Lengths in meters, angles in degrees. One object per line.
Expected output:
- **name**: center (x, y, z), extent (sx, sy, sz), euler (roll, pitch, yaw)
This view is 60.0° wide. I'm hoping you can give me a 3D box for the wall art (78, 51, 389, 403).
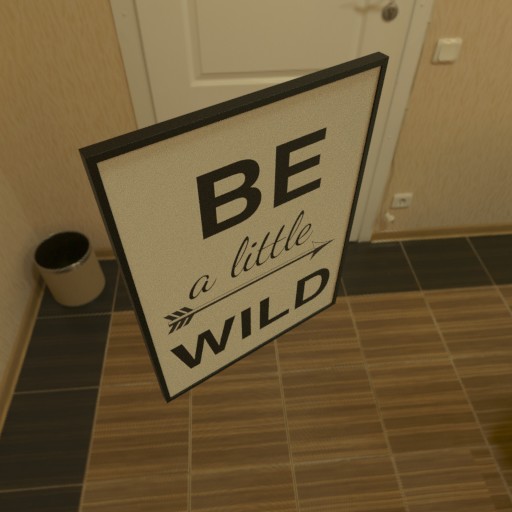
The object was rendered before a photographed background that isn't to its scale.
- **wall art**: center (0.000, 0.000, 1.391), extent (0.806, 1.062, 0.038), euler (-26, 52, -22)
